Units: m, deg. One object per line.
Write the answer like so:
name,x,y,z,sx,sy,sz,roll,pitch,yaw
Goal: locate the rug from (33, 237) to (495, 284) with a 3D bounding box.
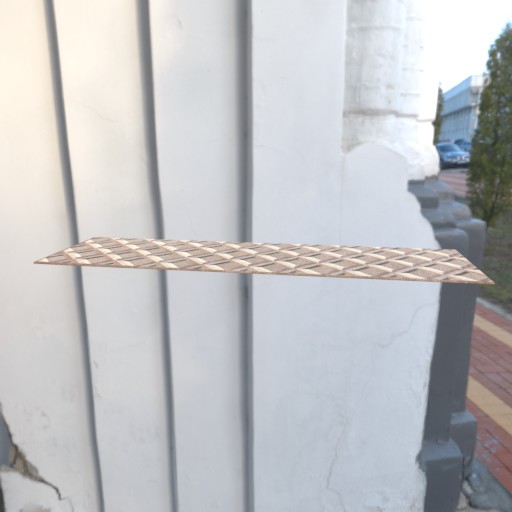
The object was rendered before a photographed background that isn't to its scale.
rug,0.000,0.000,2.640,2.437,0.013,0.685,2,15,9
